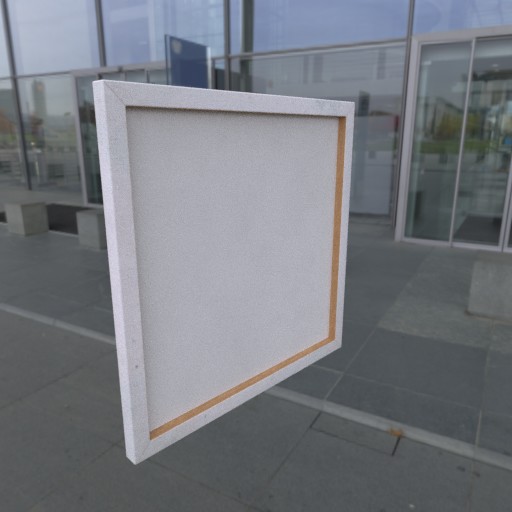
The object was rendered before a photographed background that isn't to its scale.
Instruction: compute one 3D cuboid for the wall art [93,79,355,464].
[{"bbox_3d":[0.000,0.000,1.109,0.038,0.762,0.762,15,21,43],"label":"wall art"}]
